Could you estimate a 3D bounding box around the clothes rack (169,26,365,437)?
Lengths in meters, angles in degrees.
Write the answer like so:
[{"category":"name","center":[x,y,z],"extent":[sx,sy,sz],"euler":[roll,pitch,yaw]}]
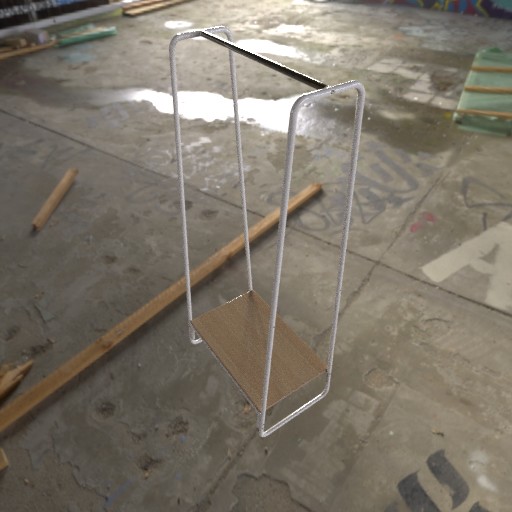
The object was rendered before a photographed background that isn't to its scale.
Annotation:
[{"category":"clothes rack","center":[0.000,0.000,1.736],"extent":[0.400,1.500,0.640],"euler":[-25,47,-26]}]
